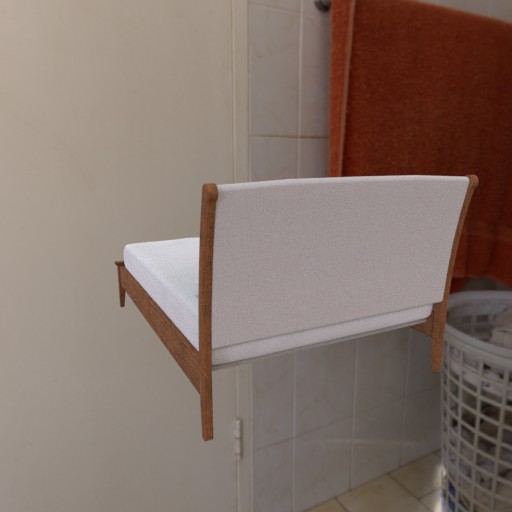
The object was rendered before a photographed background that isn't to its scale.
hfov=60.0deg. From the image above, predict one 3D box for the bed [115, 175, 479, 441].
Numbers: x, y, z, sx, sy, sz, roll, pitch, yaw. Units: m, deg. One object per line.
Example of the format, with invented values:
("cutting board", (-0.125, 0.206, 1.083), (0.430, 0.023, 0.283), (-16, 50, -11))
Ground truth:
("bed", (0.000, 0.000, 2.953), (1.502, 1.135, 2.108), (-6, 15, -26))
